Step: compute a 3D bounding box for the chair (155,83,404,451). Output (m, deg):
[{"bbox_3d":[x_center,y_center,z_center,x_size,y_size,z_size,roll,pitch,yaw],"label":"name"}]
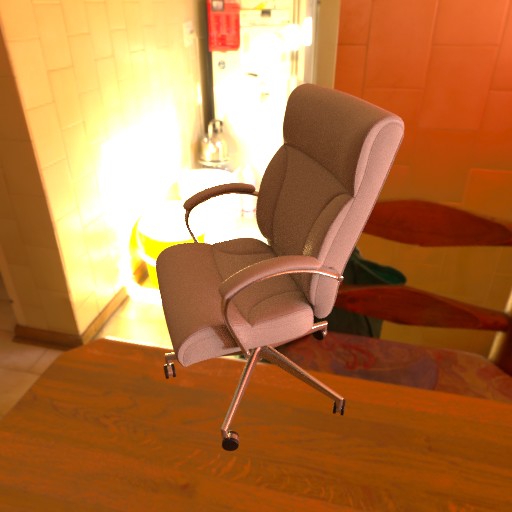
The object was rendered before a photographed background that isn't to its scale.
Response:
[{"bbox_3d":[0.000,0.000,1.599,0.745,1.099,0.727,-9,31,-15],"label":"chair"}]
